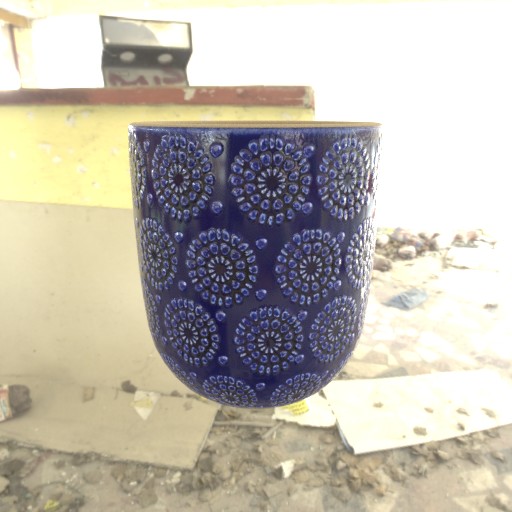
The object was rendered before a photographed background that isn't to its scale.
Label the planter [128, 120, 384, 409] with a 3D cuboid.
[{"bbox_3d":[0.000,0.000,0.356,0.184,0.206,0.184,0,18,0],"label":"planter"}]
